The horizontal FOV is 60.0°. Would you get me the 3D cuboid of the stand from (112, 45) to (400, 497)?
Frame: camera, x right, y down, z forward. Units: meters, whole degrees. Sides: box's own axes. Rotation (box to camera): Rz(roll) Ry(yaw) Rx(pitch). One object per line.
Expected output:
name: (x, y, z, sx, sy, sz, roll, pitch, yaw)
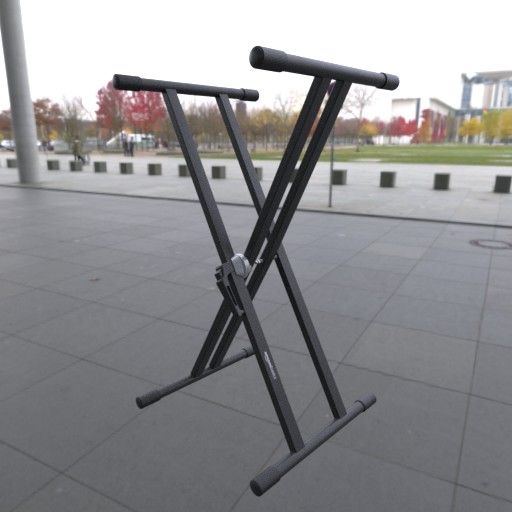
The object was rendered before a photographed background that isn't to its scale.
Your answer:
stand: (0.000, 0.000, 1.176, 0.503, 0.900, 0.495, 14, 20, 42)
